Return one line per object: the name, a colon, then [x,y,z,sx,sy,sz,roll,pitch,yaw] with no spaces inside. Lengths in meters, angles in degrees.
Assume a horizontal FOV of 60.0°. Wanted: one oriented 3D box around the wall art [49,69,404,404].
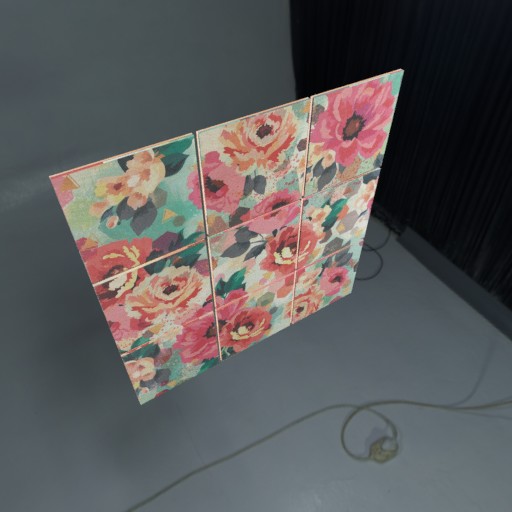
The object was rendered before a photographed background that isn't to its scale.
wall art: [0.000,0.000,1.323,0.911,0.910,0.012,-24,50,-22]
